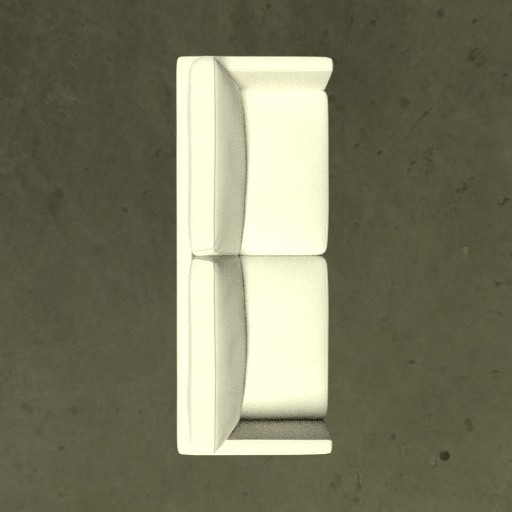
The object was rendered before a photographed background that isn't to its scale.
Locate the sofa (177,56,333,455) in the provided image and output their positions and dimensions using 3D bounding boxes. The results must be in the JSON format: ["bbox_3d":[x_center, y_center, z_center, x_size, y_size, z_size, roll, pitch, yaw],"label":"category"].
[{"bbox_3d":[0.000,0.000,2.870,0.951,0.962,2.361,0,90,0],"label":"sofa"}]
